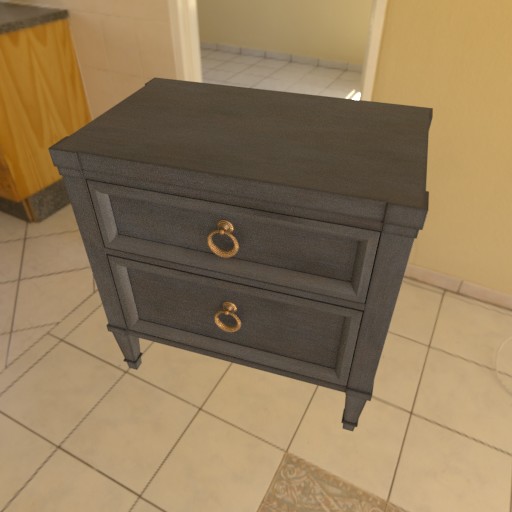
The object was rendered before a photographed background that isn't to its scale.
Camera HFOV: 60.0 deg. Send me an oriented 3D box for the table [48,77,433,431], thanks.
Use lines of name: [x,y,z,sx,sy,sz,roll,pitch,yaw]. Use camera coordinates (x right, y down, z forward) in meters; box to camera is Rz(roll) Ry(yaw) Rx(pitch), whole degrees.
table: [0.000,0.000,1.081,0.660,0.660,0.413,12,41,14]
